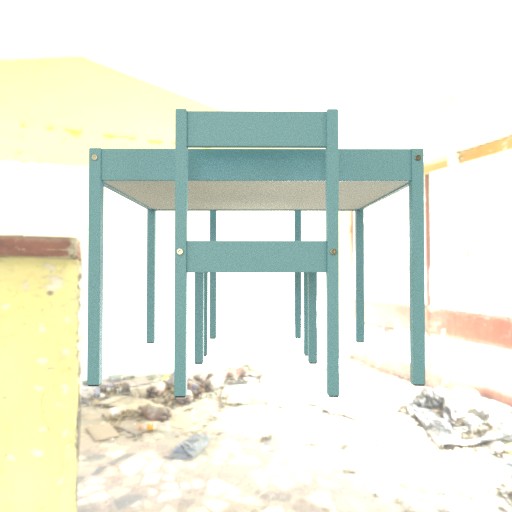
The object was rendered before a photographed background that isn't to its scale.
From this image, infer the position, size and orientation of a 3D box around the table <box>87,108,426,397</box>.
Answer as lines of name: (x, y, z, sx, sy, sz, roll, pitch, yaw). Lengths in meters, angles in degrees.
table: (0.000, 0.000, 1.084, 0.639, 0.503, 0.633, 0, -1, 0)
